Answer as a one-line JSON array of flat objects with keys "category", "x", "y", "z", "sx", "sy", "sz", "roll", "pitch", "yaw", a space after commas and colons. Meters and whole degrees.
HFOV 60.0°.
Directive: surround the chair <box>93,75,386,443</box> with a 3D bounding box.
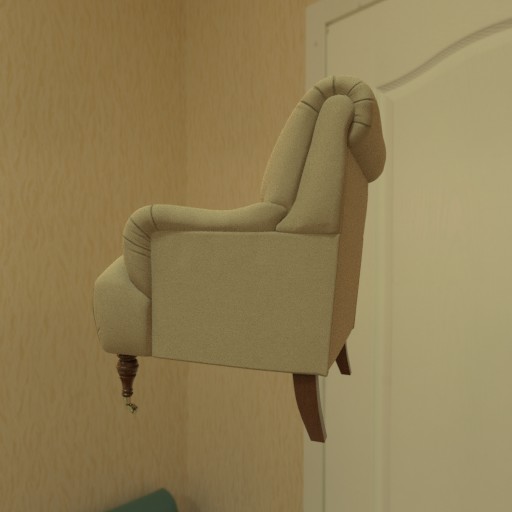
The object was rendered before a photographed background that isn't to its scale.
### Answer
[{"category": "chair", "x": 0.000, "y": 0.000, "z": 1.530, "sx": 0.842, "sy": 0.942, "sz": 0.766, "roll": 1, "pitch": 2, "yaw": 18}]
